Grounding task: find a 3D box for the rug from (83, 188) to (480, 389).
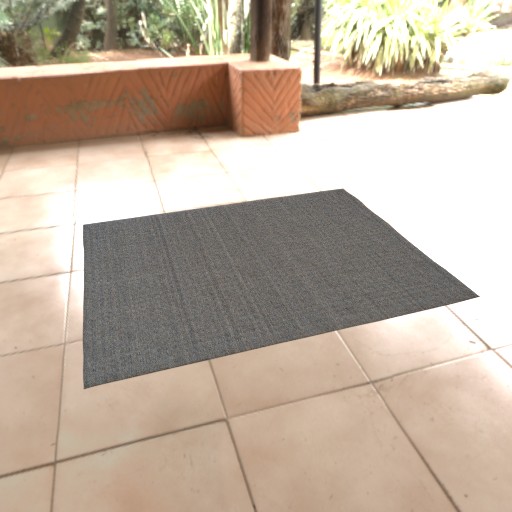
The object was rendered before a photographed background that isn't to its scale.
[{"bbox_3d":[0.000,0.000,4.309,3.200,0.007,2.443,-10,33,-15],"label":"rug"}]
